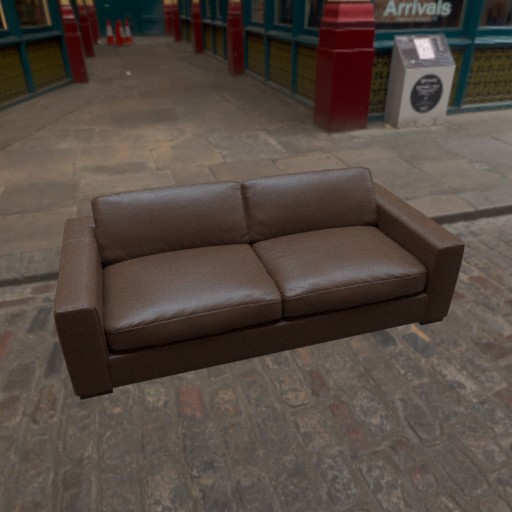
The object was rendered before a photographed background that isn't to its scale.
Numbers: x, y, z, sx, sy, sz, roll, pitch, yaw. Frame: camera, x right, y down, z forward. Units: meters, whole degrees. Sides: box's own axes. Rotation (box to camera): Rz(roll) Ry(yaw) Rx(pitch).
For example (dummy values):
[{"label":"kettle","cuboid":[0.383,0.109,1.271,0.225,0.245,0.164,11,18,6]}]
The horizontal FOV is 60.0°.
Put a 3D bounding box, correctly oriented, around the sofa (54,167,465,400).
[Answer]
[{"label":"sofa","cuboid":[0.000,0.000,2.792,2.262,0.801,1.070,-9,31,-15]}]
